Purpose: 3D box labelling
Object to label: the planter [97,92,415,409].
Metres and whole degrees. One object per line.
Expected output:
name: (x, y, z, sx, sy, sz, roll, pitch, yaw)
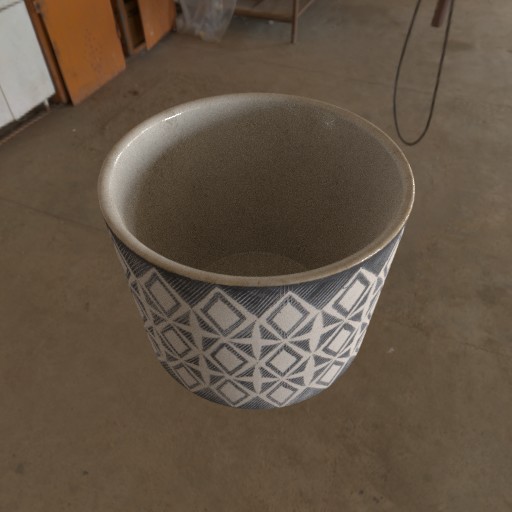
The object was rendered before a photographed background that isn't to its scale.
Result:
planter: (0.000, 0.000, 0.335, 0.192, 0.165, 0.192, 0, 47, 0)
